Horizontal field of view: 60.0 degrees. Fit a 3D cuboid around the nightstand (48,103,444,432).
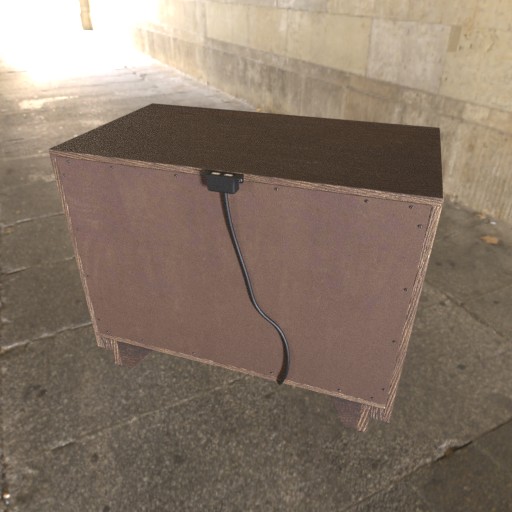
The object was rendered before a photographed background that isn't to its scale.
[{"bbox_3d":[0.000,0.000,1.142,0.775,0.612,0.457,10,33,16],"label":"nightstand"}]
